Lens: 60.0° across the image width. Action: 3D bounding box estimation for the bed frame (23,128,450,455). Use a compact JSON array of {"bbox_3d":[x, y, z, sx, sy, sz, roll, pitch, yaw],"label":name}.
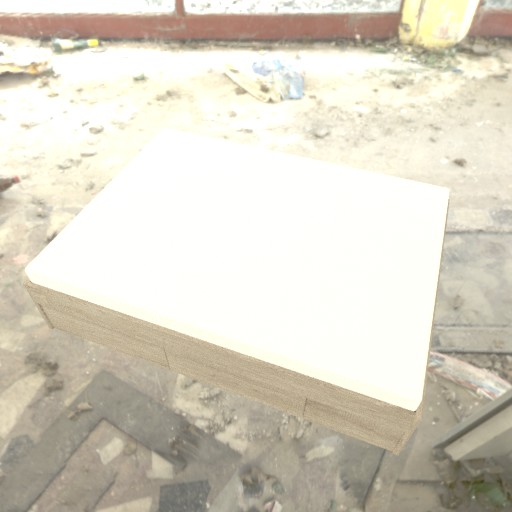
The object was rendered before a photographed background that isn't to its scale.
[{"bbox_3d":[0.000,0.000,2.551,1.944,0.490,1.448,16,49,14],"label":"bed frame"}]
